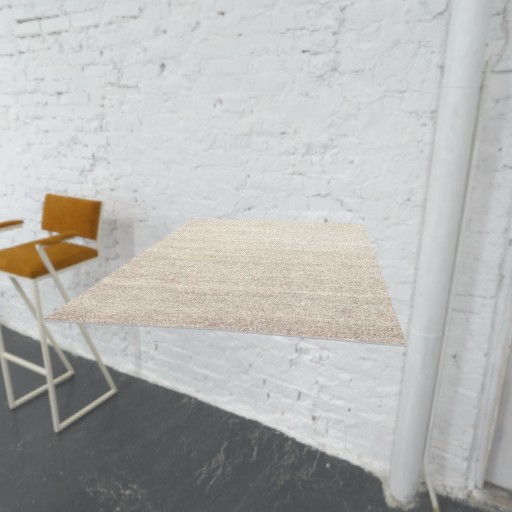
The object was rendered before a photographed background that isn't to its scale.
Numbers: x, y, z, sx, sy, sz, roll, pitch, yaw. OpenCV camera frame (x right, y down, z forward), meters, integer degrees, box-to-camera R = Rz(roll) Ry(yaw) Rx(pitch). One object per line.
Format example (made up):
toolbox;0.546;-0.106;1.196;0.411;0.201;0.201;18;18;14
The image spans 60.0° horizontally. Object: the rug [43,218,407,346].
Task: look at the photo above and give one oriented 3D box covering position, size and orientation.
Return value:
rug;0.000;0.000;3.011;1.609;0.030;2.342;3;17;9
